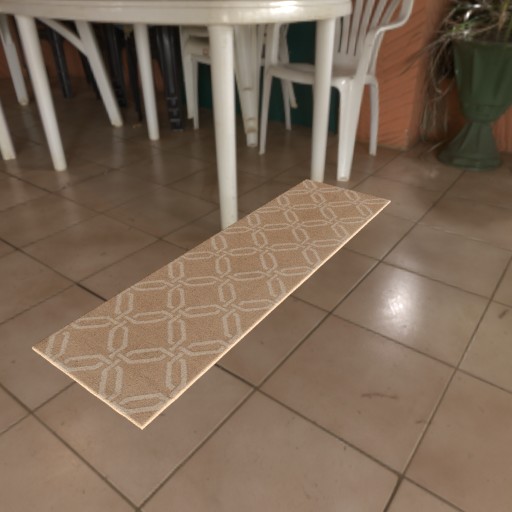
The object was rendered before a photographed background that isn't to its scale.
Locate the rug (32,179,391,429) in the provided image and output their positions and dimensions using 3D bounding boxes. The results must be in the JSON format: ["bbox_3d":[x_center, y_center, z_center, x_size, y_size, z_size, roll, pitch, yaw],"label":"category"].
[{"bbox_3d":[0.000,0.000,2.468,0.678,0.014,2.276,21,37,30],"label":"rug"}]
